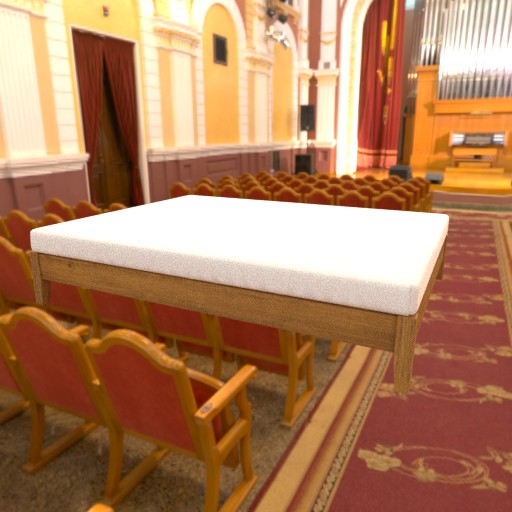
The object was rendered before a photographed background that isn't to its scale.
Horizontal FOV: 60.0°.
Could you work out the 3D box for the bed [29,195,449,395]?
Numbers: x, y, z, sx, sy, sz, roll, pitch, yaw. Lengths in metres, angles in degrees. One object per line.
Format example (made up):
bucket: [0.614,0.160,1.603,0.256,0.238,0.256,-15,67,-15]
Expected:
bed: [0.000,0.000,2.667,2.016,0.431,1.536,8,18,25]
